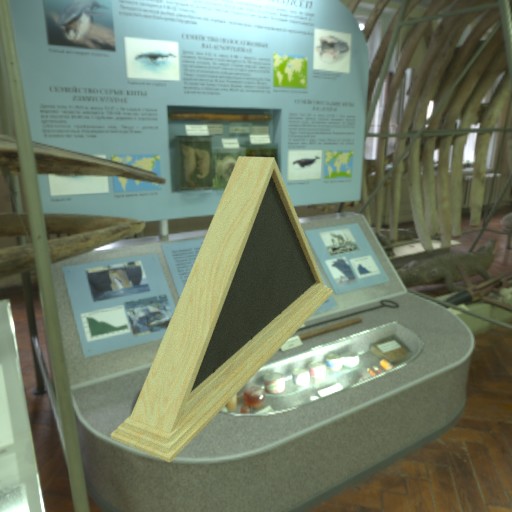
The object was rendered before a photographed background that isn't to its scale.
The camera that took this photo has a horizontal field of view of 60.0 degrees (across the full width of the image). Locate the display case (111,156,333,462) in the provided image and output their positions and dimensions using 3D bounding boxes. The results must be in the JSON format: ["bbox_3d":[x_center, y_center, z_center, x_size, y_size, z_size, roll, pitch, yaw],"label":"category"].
[{"bbox_3d":[0.000,0.000,0.779,0.095,0.340,0.640,8,18,26],"label":"display case"}]
